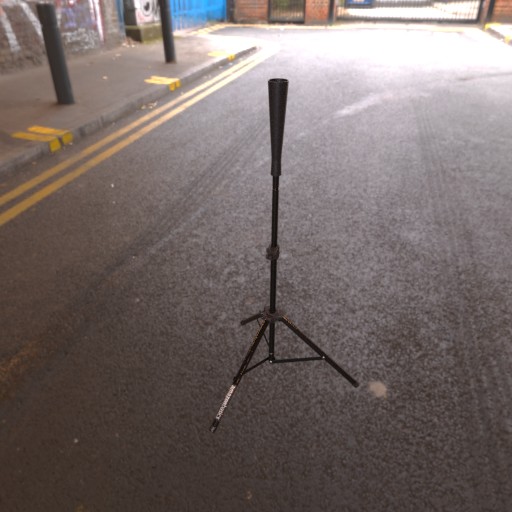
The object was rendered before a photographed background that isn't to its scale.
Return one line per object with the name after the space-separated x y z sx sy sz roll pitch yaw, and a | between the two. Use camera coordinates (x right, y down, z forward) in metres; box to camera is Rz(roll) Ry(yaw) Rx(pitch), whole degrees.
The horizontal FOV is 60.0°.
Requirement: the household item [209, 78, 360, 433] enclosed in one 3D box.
0.000 0.000 1.419 0.559 1.067 0.559 -21 37 -30 | household item
